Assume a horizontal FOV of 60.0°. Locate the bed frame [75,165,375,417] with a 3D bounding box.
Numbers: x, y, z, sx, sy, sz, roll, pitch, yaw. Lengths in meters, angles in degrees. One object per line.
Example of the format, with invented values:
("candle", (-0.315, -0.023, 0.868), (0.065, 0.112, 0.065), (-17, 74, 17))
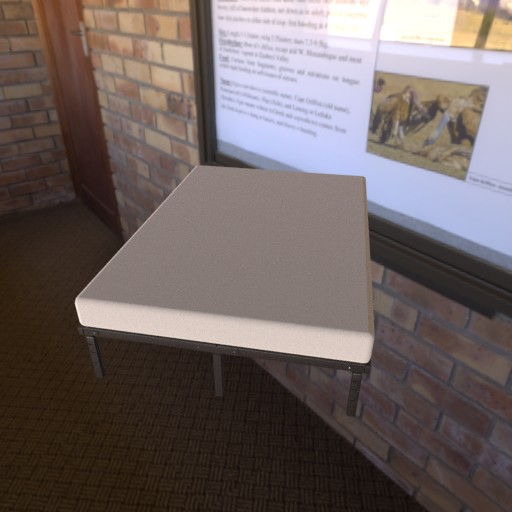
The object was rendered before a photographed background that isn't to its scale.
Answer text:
("bed frame", (0.000, 0.000, 3.936), (2.205, 0.680, 2.842), (10, 32, 16))
